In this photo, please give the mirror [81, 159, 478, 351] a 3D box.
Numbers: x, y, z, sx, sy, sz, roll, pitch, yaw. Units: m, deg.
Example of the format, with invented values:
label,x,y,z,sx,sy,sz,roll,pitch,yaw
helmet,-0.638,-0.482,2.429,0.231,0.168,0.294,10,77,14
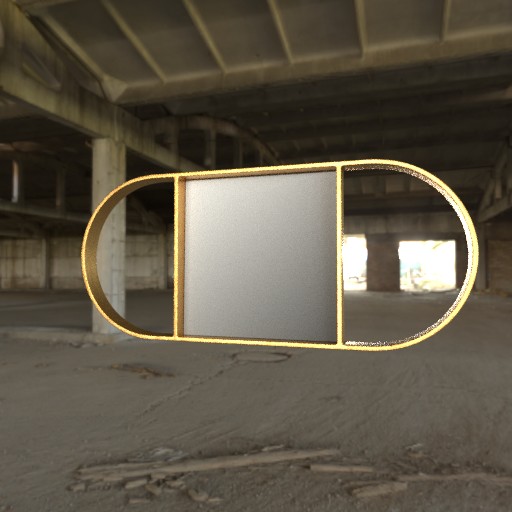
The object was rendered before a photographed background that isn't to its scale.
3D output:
label,x,y,z,sx,sy,sz,roll,pitch,yaw
mirror,0.000,0.000,0.648,0.584,0.254,0.032,-1,-2,17
